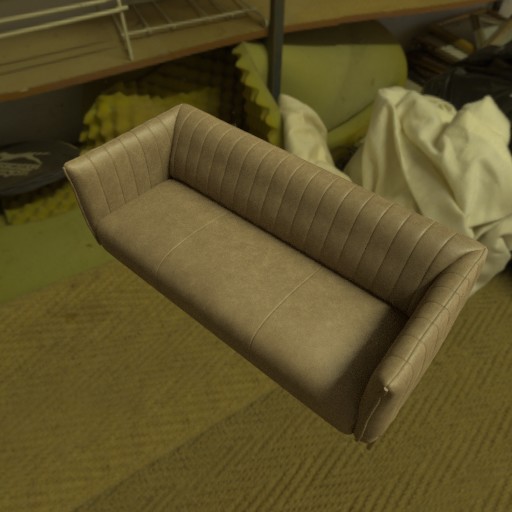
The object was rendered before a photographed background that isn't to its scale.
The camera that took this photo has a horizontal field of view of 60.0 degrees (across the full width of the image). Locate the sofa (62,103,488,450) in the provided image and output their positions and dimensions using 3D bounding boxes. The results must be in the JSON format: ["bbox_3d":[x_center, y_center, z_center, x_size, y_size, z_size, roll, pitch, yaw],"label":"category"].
[{"bbox_3d":[0.000,0.000,2.357,1.980,0.779,0.876,32,55,26],"label":"sofa"}]
